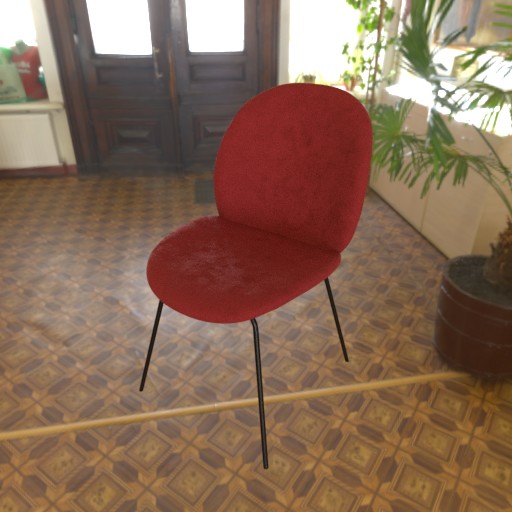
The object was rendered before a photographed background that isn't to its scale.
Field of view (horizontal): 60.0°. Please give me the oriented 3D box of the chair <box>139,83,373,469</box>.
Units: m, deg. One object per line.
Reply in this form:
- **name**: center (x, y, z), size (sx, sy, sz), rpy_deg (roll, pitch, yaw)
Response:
- **chair**: center (0.000, 0.000, 1.177), size (0.458, 0.791, 0.587), rpy_deg (19, 35, 29)
